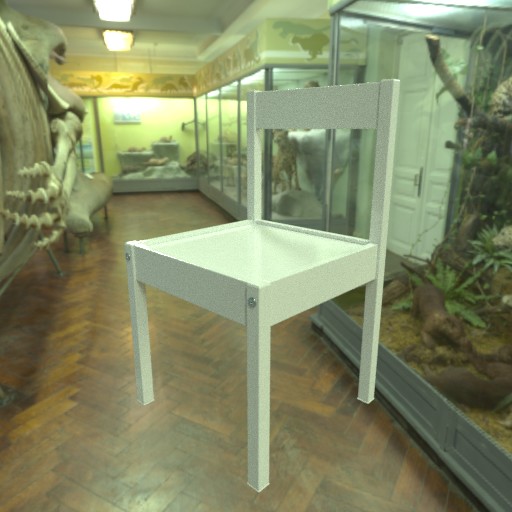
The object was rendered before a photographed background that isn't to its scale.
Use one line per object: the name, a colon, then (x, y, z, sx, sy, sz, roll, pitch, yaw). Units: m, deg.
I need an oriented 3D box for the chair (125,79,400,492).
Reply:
chair: (0.000, 0.000, 0.679, 0.285, 0.505, 0.285, 15, 22, 42)
